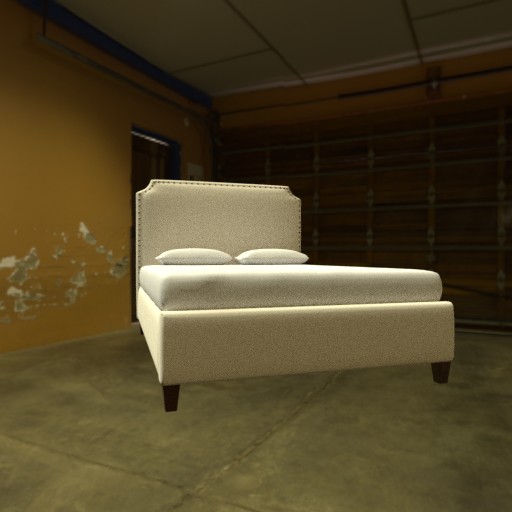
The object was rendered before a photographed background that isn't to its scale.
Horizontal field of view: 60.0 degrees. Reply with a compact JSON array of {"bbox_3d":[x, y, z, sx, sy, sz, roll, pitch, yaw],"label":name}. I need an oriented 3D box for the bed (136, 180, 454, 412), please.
[{"bbox_3d":[0.000,0.000,3.449,1.712,1.497,2.372,0,0,-17],"label":"bed"}]
